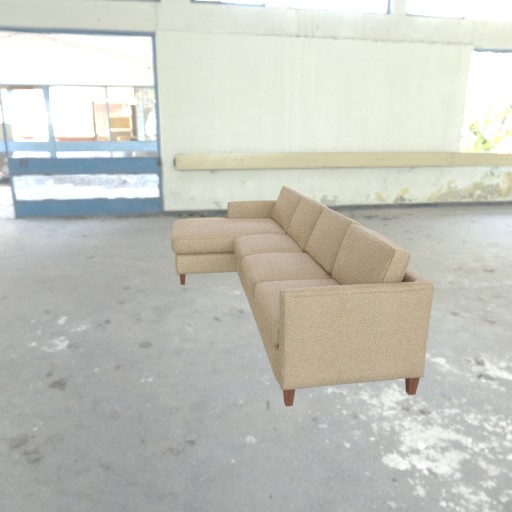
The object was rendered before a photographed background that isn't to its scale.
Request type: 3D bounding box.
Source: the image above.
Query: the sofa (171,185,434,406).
[{"bbox_3d":[0.000,0.000,3.836,1.502,0.876,3.201,-2,16,-8],"label":"sofa"}]
